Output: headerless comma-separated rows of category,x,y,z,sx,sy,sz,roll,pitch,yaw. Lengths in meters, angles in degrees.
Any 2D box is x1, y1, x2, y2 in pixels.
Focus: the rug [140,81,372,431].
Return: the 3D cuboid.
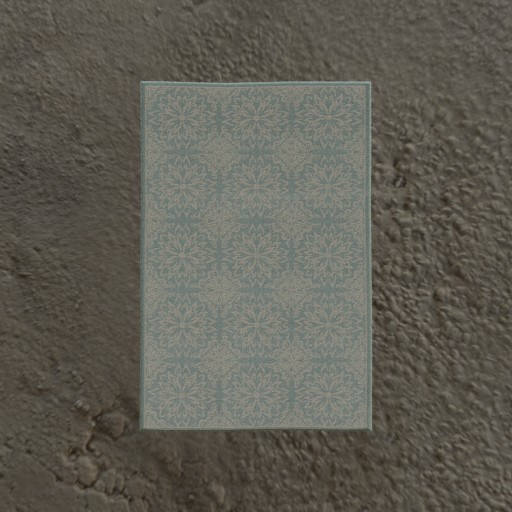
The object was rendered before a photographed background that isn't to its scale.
rug,0.000,0.000,2.332,1.219,0.012,1.840,0,90,0
